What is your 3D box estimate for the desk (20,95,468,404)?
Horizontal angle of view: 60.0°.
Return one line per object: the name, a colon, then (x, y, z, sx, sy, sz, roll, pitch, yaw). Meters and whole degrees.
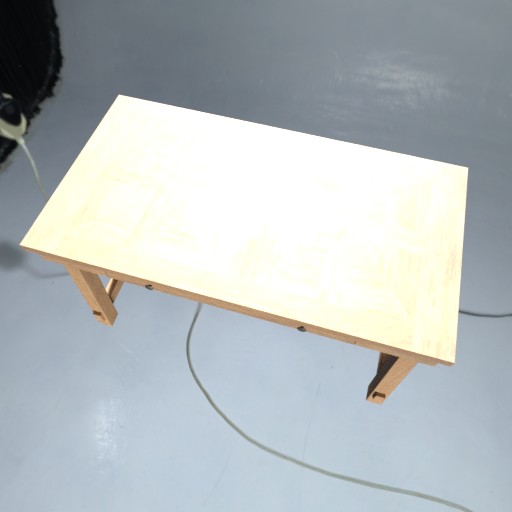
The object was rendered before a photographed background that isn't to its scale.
desk: (0.000, 0.000, 1.979, 1.499, 0.762, 0.813, 14, 61, 8)
